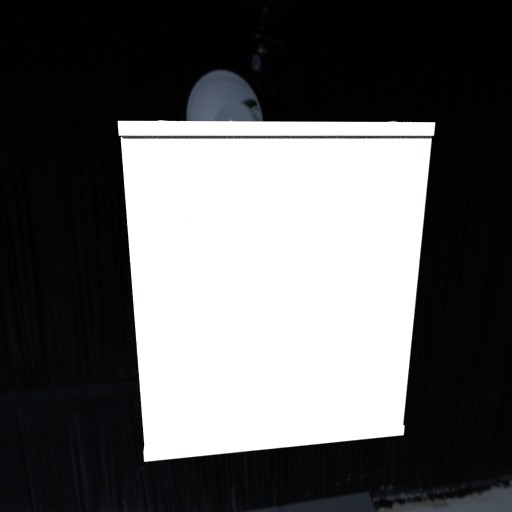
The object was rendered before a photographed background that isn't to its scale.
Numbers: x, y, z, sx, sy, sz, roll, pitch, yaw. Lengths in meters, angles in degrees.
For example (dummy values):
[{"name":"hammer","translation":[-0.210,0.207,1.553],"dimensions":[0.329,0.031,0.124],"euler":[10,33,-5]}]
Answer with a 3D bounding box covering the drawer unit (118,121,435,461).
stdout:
[{"name":"drawer unit","translation":[0.000,0.000,0.609],"dimensions":[0.290,0.344,0.349],"euler":[-2,15,-8]}]
